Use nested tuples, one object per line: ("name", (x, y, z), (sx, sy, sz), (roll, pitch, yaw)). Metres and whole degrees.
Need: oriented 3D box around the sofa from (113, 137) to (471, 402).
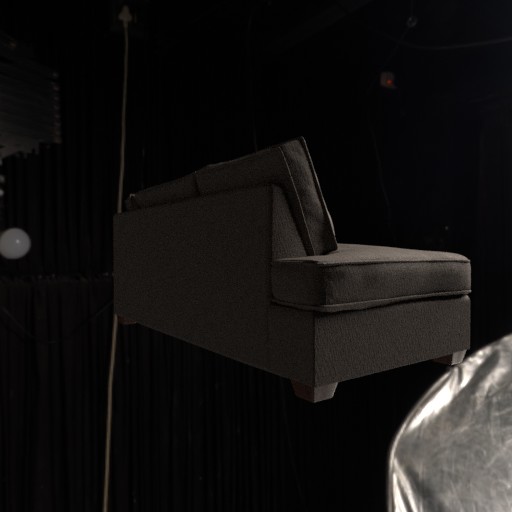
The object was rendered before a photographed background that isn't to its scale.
("sofa", (0.000, 0.000, 2.760), (1.110, 1.033, 2.237), (-1, 1, -35))
